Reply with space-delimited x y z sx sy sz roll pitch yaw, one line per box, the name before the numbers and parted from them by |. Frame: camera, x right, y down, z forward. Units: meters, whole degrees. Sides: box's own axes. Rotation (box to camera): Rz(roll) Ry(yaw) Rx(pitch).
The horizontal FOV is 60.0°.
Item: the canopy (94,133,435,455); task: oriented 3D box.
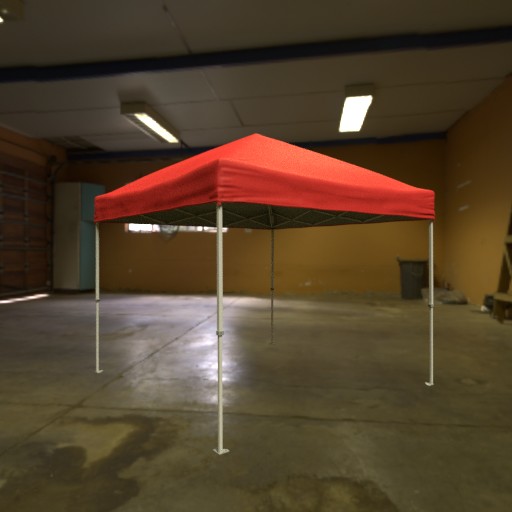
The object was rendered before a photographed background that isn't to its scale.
canopy | 0.000 0.000 5.441 2.998 2.997 2.996 0 1 -37
